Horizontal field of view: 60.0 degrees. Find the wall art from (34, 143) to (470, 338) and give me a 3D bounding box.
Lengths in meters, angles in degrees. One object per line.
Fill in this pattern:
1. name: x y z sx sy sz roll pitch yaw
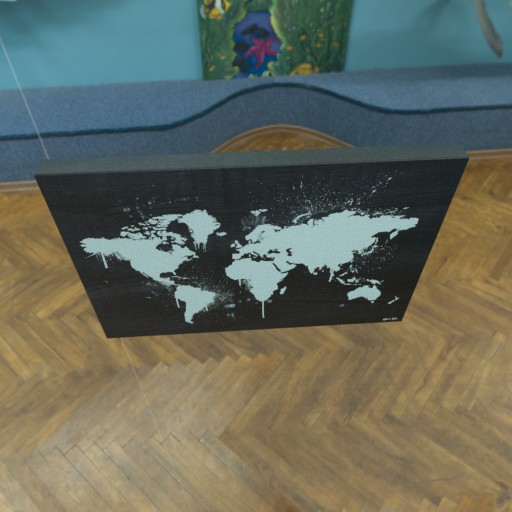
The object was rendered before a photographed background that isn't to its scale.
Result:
1. wall art: 0.000 0.000 0.778 0.610 0.409 0.038 -3 47 -3
